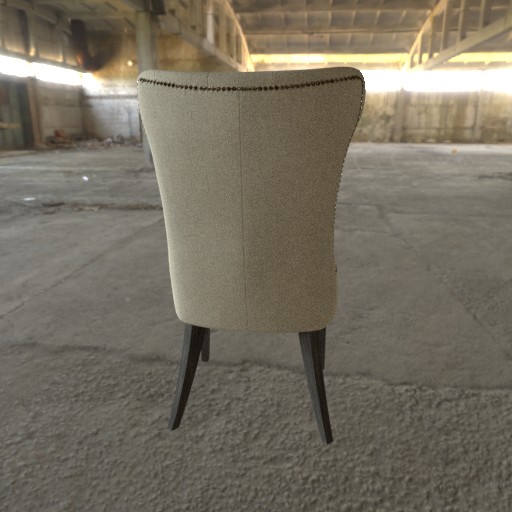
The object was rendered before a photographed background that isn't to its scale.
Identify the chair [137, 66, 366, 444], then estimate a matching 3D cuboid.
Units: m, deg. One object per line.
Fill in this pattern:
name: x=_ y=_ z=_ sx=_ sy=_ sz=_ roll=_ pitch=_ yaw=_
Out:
chair: x=0.000 y=0.000 z=1.410 sx=0.584 sy=1.065 sz=0.590 roll=2 pitch=17 yaw=7
